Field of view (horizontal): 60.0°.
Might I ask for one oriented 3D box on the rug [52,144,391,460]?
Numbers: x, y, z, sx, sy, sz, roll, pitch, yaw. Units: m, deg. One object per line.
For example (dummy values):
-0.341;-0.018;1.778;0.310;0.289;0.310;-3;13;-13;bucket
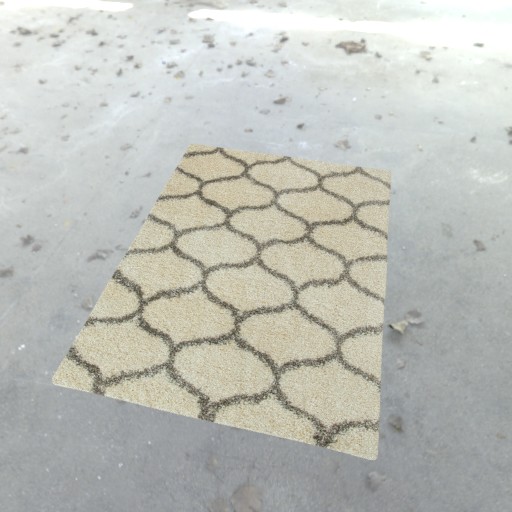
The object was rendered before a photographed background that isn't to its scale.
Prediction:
0.000;0.000;2.080;1.200;0.025;1.600;10;49;9;rug
